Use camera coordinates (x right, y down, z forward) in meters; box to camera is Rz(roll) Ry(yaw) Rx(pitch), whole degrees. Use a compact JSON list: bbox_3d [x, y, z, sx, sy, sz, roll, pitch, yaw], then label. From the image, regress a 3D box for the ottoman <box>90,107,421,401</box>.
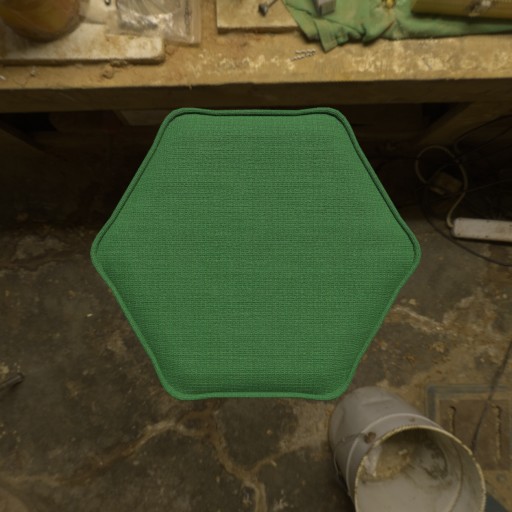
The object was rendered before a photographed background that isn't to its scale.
[{"bbox_3d":[0.000,0.000,0.897,0.499,0.507,0.444,0,89,0],"label":"ottoman"}]
